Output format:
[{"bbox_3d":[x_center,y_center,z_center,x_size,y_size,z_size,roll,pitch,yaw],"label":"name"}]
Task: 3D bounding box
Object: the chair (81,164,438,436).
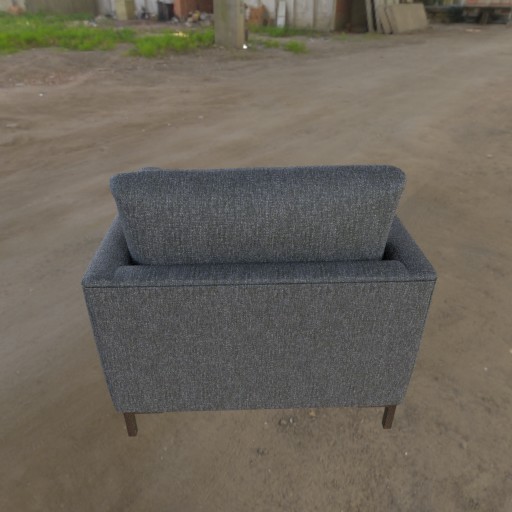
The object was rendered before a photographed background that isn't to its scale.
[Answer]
[{"bbox_3d":[0.000,0.000,1.605,0.963,0.861,0.866,-1,31,-2],"label":"chair"}]
